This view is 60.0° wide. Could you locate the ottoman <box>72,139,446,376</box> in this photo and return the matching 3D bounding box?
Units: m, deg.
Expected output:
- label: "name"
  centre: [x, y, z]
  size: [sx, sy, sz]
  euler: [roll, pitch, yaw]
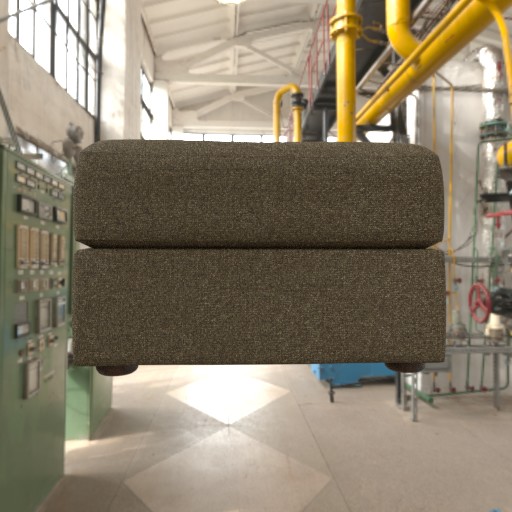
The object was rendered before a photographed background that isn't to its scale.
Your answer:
- label: "ottoman"
  centre: [0.000, 0.000, 1.117]
  size: [0.742, 0.476, 0.598]
  euler: [0, -1, -3]
